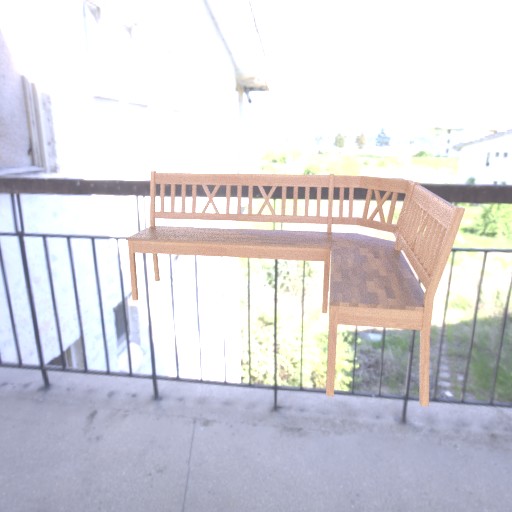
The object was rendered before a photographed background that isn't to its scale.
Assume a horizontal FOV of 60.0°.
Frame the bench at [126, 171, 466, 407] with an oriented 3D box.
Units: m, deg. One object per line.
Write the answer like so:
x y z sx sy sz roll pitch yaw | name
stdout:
0.000 0.000 2.750 1.937 0.902 1.537 3 16 9 | bench
